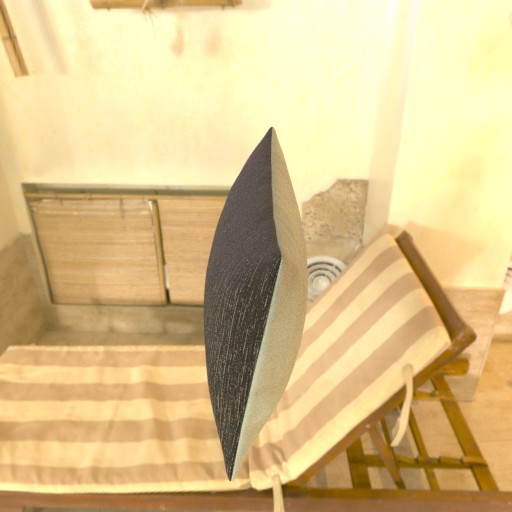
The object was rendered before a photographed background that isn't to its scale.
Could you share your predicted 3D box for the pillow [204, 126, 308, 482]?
[{"bbox_3d":[0.000,0.000,0.736,0.156,0.305,0.608,0,27,1],"label":"pillow"}]
